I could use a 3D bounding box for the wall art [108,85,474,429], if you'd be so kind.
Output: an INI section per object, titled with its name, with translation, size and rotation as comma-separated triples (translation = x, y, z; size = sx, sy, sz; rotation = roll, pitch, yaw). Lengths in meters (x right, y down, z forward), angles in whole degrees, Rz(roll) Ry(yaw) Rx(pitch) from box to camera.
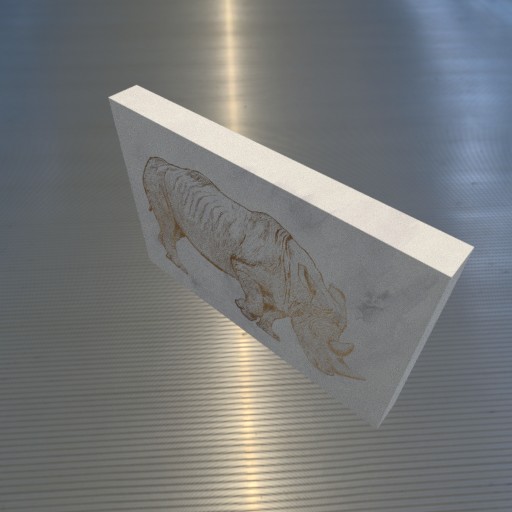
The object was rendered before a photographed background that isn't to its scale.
[wall art]
translation = 0.000, 0.000, 0.485
size = 0.381, 0.254, 0.038
rotation = 32, 55, 27
